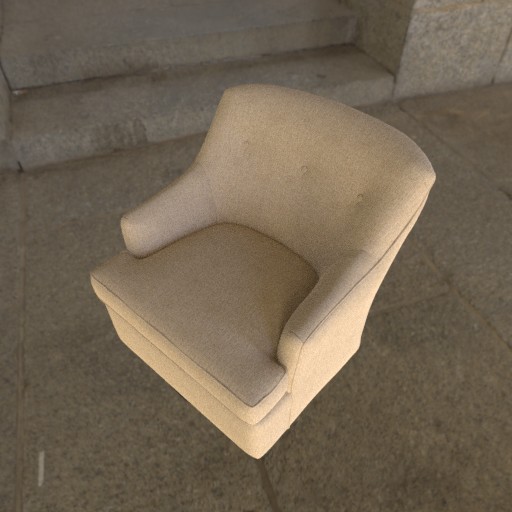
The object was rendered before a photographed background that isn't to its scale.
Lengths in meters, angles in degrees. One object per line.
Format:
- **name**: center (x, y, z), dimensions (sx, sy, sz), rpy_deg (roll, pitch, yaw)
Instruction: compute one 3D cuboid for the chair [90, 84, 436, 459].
- **chair**: center (0.000, 0.000, 1.596), dimensions (0.864, 0.856, 0.923), rpy_deg (32, 53, 28)
